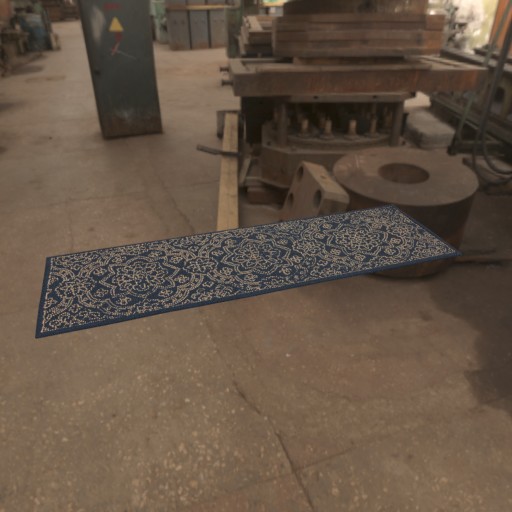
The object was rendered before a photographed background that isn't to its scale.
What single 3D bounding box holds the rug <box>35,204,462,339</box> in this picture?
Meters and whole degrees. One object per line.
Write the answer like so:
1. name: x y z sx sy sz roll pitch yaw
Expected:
1. rug: 0.000 0.000 2.723 2.448 0.012 0.769 -10 33 -15
